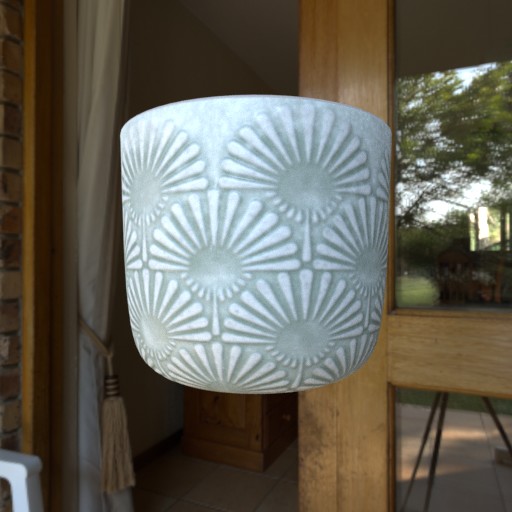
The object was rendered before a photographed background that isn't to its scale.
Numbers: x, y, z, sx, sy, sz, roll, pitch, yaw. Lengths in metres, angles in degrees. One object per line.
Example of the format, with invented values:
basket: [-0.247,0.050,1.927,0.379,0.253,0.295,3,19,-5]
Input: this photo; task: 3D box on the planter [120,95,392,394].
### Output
planter: [0.000,0.000,0.211,0.124,0.109,0.124,0,0,0]
